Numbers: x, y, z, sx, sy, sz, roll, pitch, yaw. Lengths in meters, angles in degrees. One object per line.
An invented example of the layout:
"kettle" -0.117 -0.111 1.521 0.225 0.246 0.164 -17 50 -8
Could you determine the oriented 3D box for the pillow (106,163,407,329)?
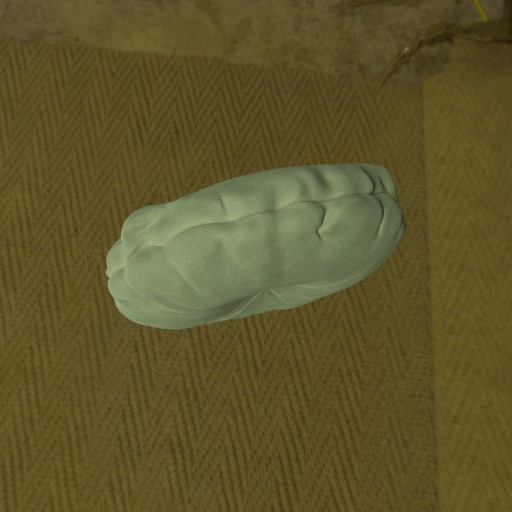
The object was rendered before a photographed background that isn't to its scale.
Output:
"pillow" 0.000 0.000 0.637 0.428 0.407 0.148 -14 76 -3
